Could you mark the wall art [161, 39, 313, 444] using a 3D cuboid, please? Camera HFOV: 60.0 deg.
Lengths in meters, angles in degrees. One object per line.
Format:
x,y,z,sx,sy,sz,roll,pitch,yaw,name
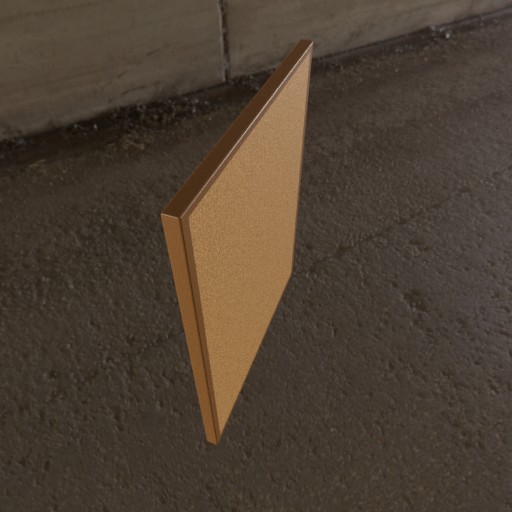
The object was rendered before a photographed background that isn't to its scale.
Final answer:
0.000,0.000,0.754,0.021,0.550,0.449,15,48,14,wall art
